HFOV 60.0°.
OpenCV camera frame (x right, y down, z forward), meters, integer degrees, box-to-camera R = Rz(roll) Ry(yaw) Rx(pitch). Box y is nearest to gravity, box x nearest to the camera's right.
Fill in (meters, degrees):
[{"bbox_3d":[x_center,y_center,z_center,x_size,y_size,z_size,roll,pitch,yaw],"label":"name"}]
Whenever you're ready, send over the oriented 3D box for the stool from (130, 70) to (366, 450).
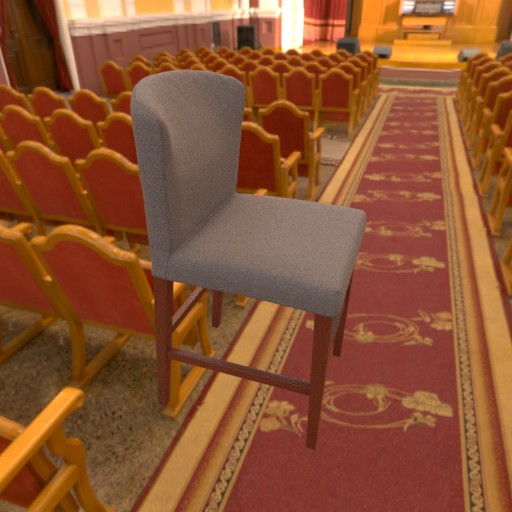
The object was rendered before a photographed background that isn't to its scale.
[{"bbox_3d":[0.000,0.000,1.291,0.568,0.968,0.481,10,32,17],"label":"stool"}]
